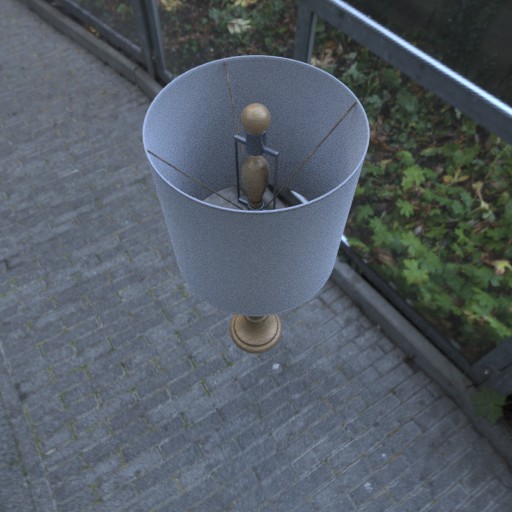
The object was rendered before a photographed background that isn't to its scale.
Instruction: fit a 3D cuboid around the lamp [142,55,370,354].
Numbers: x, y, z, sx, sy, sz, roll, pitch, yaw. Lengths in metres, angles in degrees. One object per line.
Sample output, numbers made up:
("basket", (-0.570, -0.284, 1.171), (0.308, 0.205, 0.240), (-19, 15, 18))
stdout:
("lamp", (0.000, 0.000, 0.726), (0.250, 0.597, 0.250), (-16, 59, -10))
